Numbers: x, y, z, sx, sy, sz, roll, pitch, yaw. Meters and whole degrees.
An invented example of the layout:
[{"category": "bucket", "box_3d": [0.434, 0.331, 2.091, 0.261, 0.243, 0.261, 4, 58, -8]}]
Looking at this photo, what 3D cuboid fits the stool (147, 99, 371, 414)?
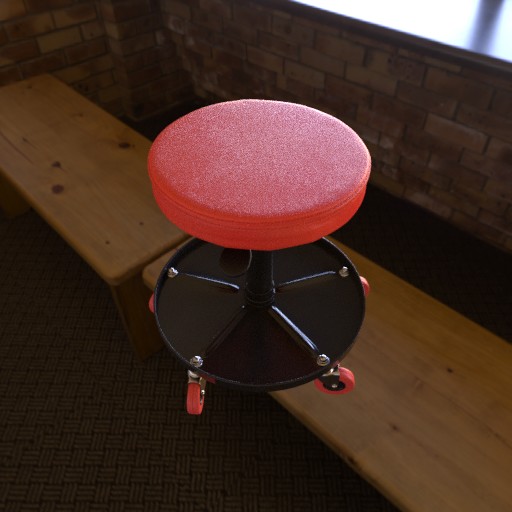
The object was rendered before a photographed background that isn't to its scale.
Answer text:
[{"category": "stool", "box_3d": [0.000, 0.000, 0.668, 0.381, 0.365, 0.382, 9, 46, 9]}]
